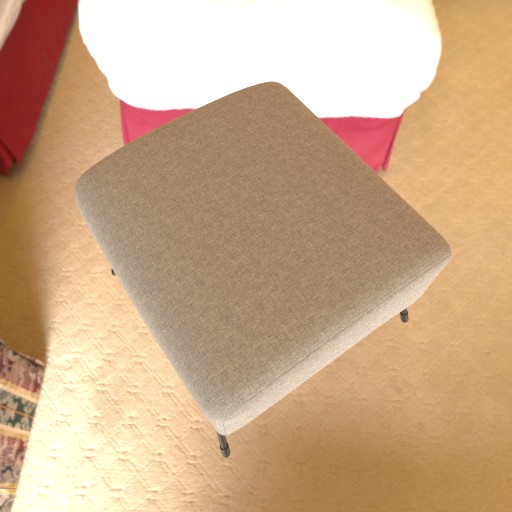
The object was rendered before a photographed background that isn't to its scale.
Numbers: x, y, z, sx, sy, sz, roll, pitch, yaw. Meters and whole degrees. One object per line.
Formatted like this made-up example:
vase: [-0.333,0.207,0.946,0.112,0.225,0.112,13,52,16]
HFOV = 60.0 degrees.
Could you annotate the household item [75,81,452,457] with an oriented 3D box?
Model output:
household item: [0.000,0.000,0.912,0.530,0.410,0.530,-32,66,-16]
